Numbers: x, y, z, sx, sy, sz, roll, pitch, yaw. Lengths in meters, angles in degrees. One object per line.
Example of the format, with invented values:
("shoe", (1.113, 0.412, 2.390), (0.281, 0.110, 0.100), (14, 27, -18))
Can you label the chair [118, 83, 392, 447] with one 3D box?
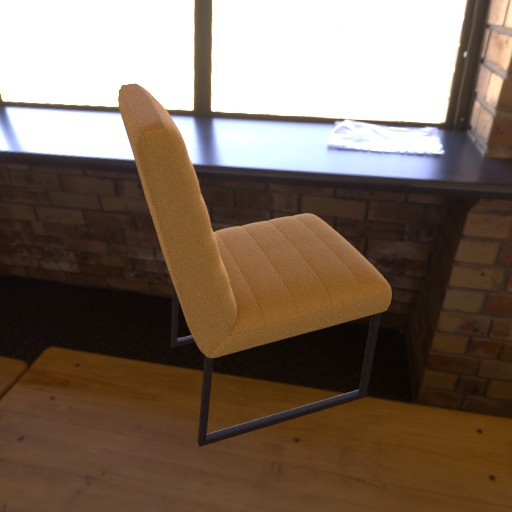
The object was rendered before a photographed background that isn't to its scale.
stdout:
("chair", (0.000, 0.000, 1.309), (0.634, 0.930, 0.520), (-10, 32, -17))
